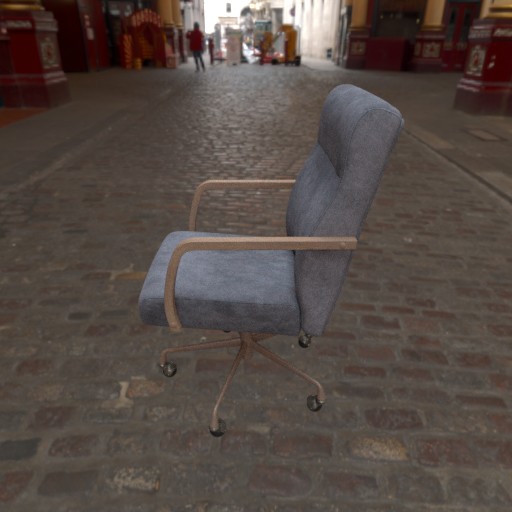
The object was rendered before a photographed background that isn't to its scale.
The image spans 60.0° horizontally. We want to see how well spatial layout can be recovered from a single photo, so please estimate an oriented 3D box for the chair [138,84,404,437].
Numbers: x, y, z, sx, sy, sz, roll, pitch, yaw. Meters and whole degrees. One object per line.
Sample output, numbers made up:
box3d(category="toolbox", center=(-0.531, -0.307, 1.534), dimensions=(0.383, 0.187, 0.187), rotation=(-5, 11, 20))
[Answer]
box3d(category="chair", center=(0.000, 0.000, 1.474), dimensions=(0.741, 1.029, 0.640), rotation=(0, 27, 0))
